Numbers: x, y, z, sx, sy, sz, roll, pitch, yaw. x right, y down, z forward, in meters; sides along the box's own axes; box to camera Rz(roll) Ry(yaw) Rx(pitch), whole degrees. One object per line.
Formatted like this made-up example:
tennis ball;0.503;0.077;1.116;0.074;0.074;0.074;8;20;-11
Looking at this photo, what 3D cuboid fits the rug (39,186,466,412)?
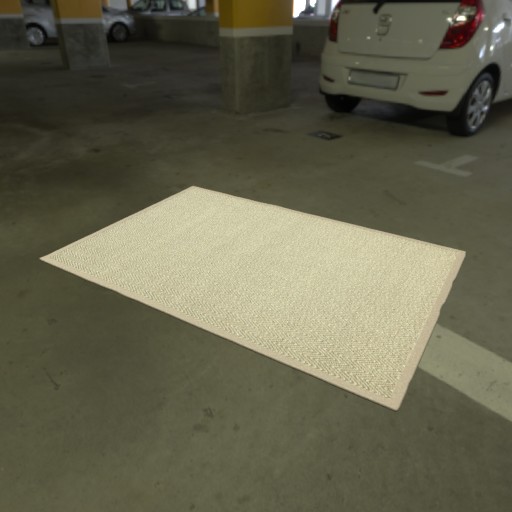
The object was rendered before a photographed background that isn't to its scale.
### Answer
rug;0.000;0.000;2.854;2.290;0.021;1.540;17;34;27
